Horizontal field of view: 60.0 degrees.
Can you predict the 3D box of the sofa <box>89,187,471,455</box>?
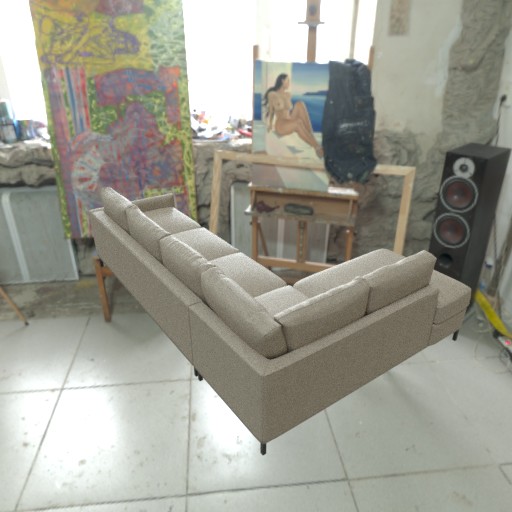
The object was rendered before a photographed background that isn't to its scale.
[{"bbox_3d":[0.000,0.000,3.208,1.617,0.703,2.423,-18,32,-31],"label":"sofa"}]
